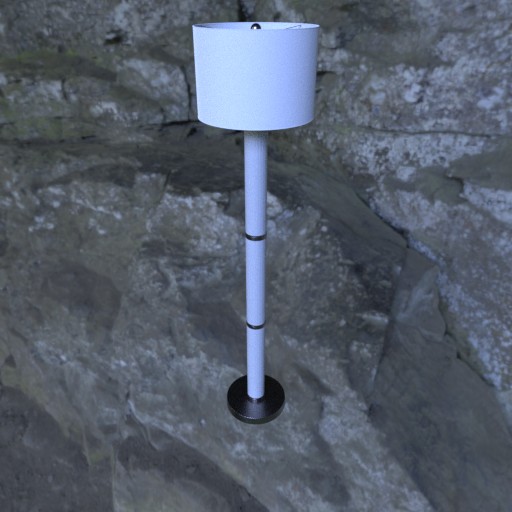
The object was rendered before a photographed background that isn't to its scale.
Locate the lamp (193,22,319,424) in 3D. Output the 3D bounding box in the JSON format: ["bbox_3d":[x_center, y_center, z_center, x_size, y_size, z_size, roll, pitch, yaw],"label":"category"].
[{"bbox_3d":[0.000,0.000,1.717,0.377,1.599,0.377,-22,37,-33],"label":"lamp"}]
